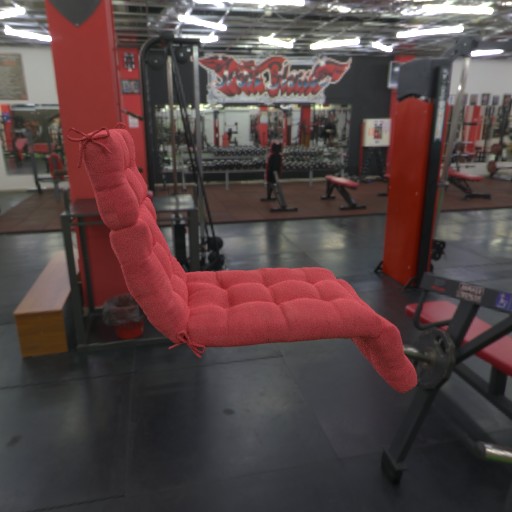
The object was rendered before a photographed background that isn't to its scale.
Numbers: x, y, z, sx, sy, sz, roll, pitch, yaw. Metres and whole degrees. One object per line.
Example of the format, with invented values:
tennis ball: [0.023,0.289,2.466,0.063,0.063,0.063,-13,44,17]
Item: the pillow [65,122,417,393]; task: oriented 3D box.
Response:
pillow: [0.000,0.000,1.491,1.016,0.863,0.526,-3,17,-10]
